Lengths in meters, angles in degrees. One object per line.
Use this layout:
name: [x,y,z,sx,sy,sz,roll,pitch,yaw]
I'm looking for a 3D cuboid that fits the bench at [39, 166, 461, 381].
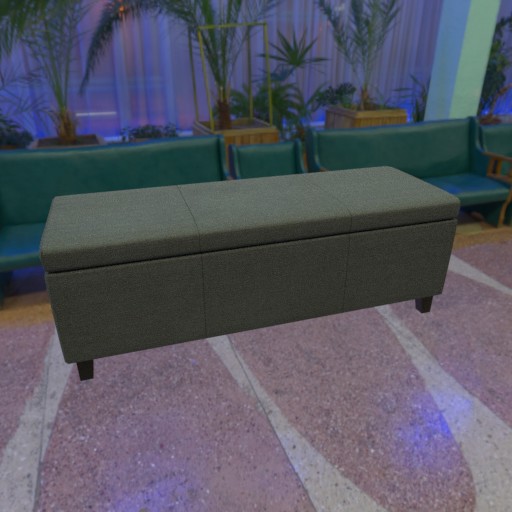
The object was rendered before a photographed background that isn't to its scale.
bench: [0.000,0.000,1.513,1.269,0.438,0.446,-8,28,-16]
